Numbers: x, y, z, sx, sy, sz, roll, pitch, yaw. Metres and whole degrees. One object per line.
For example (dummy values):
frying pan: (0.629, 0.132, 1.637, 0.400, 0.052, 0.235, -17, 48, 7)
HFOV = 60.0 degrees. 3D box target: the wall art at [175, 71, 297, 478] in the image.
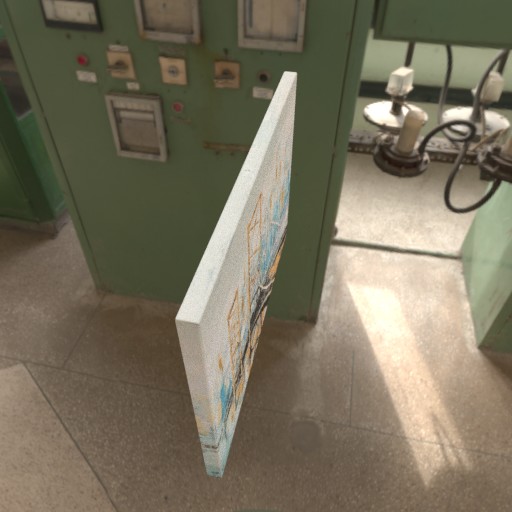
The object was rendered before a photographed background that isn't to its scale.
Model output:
wall art: (0.000, 0.000, 1.167, 0.038, 0.609, 0.913, 9, 45, 9)
